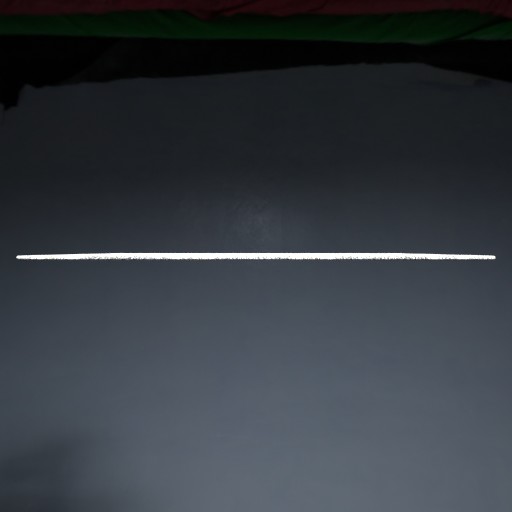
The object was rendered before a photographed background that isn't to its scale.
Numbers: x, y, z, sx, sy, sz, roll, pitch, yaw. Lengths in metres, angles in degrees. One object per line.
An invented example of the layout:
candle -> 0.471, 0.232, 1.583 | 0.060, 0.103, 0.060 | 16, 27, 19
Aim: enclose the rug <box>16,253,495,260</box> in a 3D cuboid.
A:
rug -> 0.000, 0.000, 3.382 | 2.701, 0.026, 1.801 | 0, 1, 0
